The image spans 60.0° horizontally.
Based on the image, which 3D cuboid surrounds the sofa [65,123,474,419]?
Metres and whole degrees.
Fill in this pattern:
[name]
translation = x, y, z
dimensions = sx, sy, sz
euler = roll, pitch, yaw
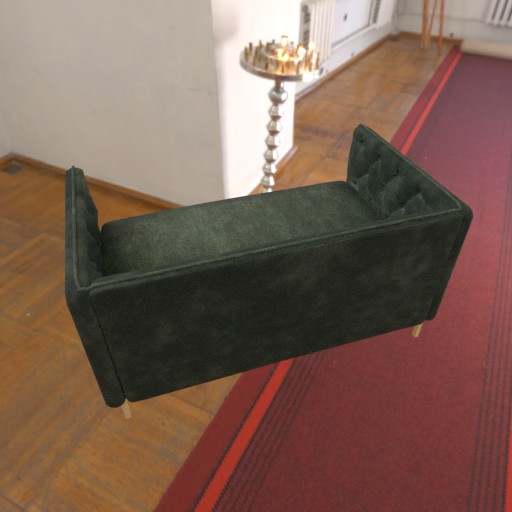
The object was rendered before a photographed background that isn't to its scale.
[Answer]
[sofa]
translation = 0.000, 0.000, 2.075
dimensions = 1.537, 0.768, 0.895
euler = -12, 41, -14
